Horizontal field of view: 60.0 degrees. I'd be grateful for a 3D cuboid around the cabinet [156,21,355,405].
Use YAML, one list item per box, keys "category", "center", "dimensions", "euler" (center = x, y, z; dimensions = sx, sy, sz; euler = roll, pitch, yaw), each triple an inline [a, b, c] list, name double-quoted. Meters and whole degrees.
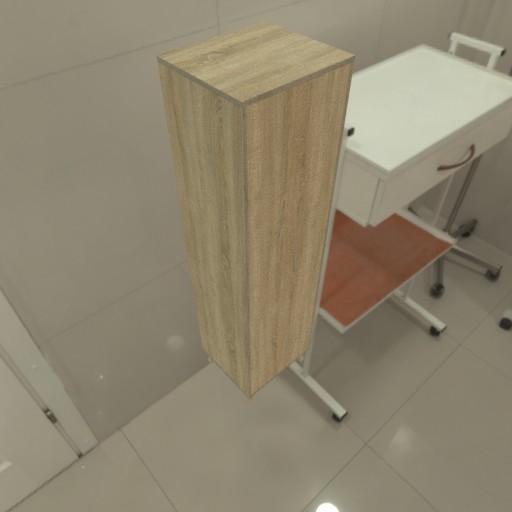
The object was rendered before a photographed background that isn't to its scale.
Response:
- category: "cabinet"
  center: [0.000, 0.000, 2.215]
  dimensions: [0.510, 1.960, 0.450]
  euler: [-32, 54, -28]
